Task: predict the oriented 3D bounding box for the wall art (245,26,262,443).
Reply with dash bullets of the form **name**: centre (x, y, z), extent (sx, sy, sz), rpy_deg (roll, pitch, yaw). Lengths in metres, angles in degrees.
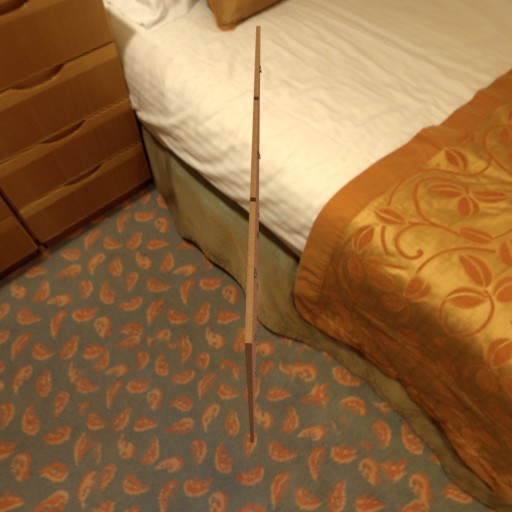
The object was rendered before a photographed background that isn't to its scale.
- **wall art**: centre (0.000, 0.000, 1.355), extent (0.018, 0.913, 0.915), rpy_deg (1, 58, 1)
